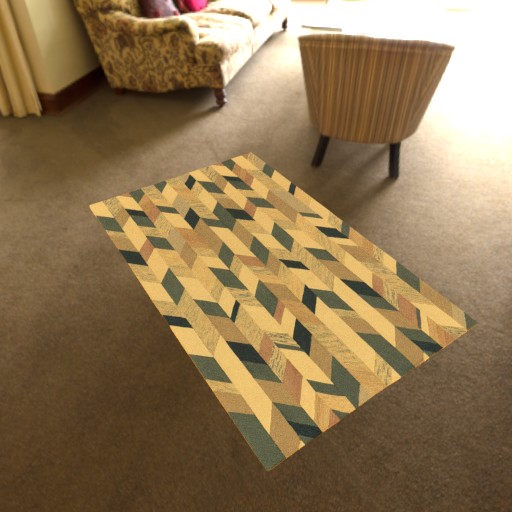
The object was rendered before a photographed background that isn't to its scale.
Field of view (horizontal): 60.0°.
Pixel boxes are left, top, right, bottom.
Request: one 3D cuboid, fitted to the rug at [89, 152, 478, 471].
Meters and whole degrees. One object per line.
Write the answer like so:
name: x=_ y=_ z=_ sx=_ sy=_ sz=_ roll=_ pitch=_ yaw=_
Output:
rug: x=0.000 y=0.000 z=3.011 sx=1.513 sy=0.008 sz=2.423 roll=-24 pitch=47 yaw=-24
